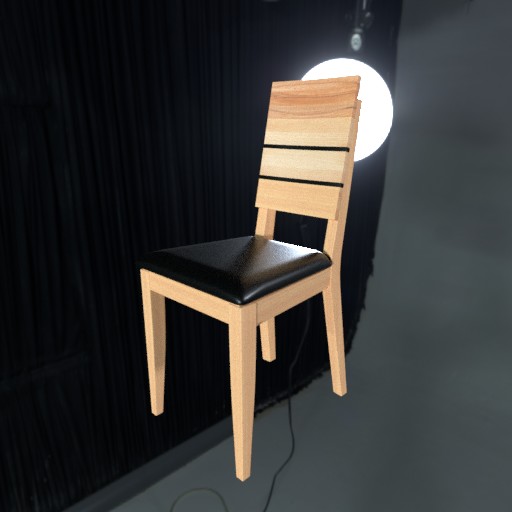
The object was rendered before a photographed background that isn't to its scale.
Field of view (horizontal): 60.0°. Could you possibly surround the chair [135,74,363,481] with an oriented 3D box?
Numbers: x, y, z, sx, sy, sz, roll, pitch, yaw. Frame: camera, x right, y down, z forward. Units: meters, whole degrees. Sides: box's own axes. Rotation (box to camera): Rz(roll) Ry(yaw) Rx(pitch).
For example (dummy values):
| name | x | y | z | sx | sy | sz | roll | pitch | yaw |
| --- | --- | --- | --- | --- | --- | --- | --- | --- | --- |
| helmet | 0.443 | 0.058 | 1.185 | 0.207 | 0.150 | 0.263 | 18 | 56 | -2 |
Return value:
| name | x | y | z | sx | sy | sz | roll | pitch | yaw |
| --- | --- | --- | --- | --- | --- | --- | --- | --- | --- |
| chair | 0.000 | 0.000 | 1.218 | 0.410 | 0.940 | 0.520 | 15 | 22 | 42 |
